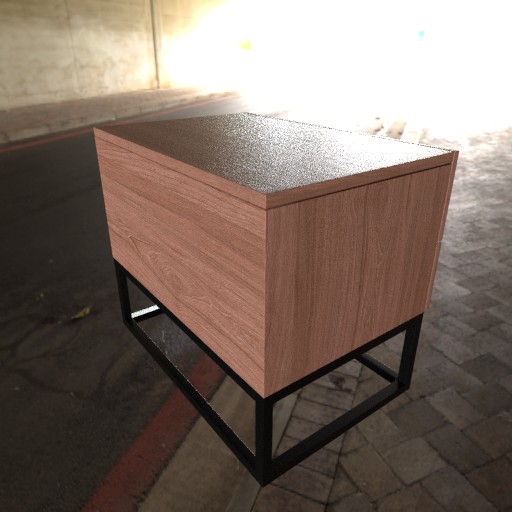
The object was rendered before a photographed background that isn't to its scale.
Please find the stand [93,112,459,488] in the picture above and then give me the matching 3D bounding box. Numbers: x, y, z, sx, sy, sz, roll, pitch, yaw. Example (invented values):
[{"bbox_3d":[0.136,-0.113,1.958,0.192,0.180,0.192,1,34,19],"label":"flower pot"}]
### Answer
[{"bbox_3d":[0.000,0.000,0.949,0.420,0.500,0.600,-18,30,-33],"label":"stand"}]
